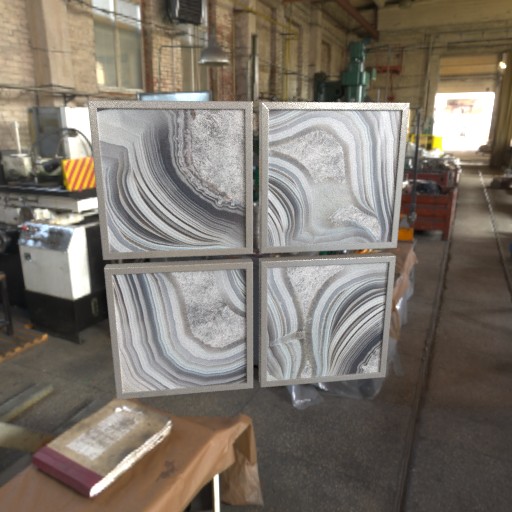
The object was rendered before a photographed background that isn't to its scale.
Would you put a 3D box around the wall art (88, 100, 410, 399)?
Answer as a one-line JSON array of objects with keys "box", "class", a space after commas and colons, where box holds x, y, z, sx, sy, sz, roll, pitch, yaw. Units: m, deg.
[{"box": [0.000, 0.000, 0.930, 0.611, 0.611, 0.029, -2, 16, -8], "class": "wall art"}]
